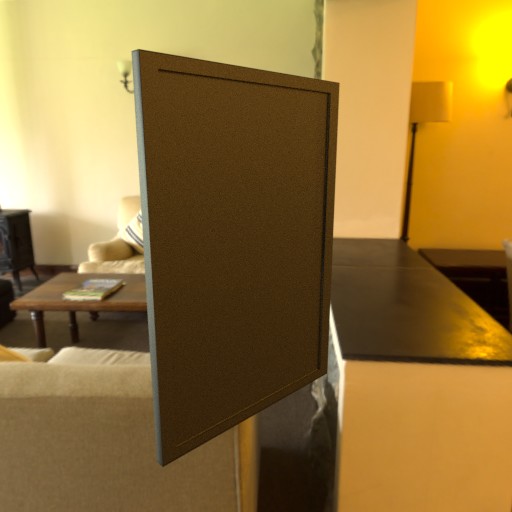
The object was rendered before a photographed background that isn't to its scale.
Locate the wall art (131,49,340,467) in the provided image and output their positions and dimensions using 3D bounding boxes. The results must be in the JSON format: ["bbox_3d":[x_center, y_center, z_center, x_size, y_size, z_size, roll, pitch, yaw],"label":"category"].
[{"bbox_3d":[0.000,0.000,0.551,0.303,0.431,0.013,-13,19,-43],"label":"wall art"}]
